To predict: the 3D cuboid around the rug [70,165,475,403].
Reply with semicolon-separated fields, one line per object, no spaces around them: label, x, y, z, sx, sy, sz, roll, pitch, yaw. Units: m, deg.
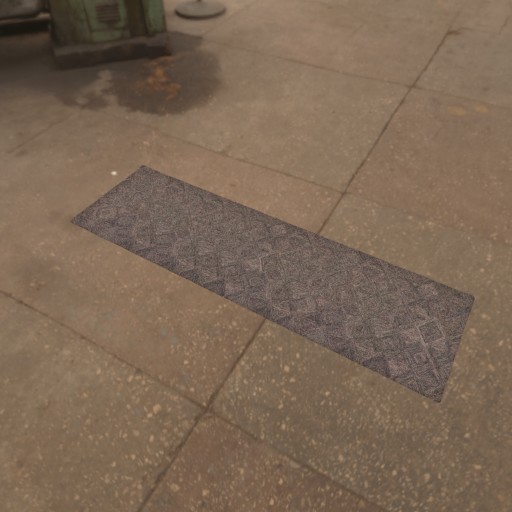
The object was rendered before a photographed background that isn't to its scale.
rug;0.000;0.000;2.547;2.296;0.011;0.691;24;51;21
